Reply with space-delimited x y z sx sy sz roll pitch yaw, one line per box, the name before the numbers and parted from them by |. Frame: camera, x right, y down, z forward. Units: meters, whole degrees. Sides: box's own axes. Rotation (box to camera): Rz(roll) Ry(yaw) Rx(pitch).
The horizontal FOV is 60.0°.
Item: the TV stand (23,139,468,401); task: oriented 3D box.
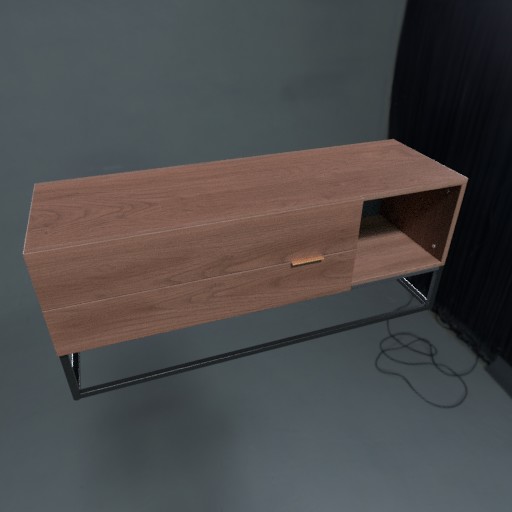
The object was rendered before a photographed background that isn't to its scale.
TV stand | 0.000 0.000 1.409 1.200 0.500 0.415 -11 34 -16
